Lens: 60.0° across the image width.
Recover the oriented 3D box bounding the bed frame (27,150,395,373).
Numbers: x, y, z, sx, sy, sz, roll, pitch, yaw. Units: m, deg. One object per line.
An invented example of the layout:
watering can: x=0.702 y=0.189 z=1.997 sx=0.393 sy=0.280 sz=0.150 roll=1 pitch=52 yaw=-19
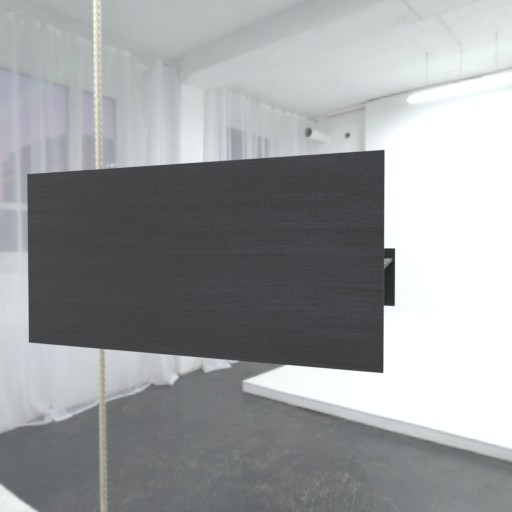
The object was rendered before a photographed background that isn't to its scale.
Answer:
bed frame: x=0.000 y=0.000 z=2.771 sx=1.622 sy=0.800 sz=1.960 roll=0 pitch=1 yaw=19
